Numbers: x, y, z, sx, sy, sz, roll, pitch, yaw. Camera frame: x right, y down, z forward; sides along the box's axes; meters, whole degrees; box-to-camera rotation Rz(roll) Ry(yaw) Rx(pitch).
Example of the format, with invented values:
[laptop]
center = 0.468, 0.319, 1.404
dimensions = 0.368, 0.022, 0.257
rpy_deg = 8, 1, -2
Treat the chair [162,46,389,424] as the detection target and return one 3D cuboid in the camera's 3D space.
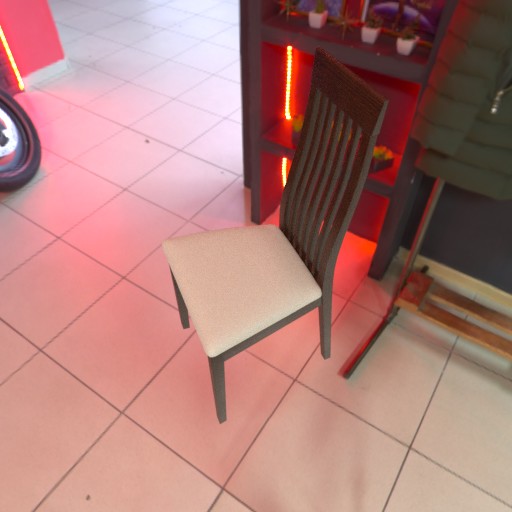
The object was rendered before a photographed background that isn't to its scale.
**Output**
[chair]
center = 0.000, 0.000, 1.309
dimensions = 0.474, 1.027, 0.460
rpy_deg = -18, 50, -16
